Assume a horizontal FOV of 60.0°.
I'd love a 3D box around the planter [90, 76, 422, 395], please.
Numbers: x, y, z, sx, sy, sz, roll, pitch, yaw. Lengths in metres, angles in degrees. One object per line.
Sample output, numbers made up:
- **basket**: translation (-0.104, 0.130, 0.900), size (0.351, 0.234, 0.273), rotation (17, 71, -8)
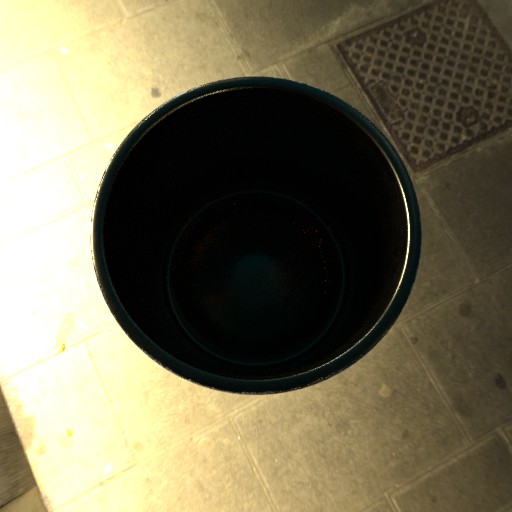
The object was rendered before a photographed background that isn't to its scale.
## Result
- **planter**: translation (0.000, 0.000, 0.386), size (0.221, 0.201, 0.221), rotation (0, 77, 0)
